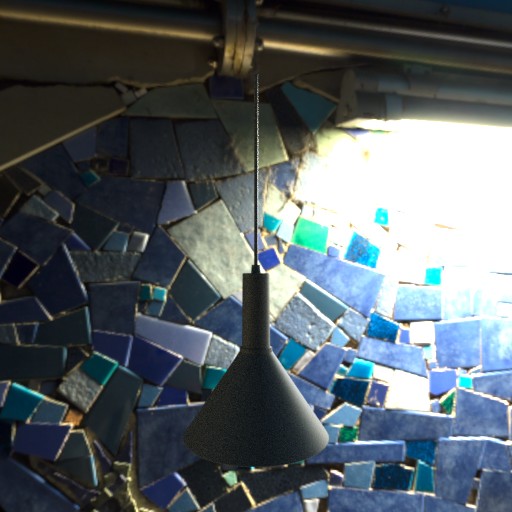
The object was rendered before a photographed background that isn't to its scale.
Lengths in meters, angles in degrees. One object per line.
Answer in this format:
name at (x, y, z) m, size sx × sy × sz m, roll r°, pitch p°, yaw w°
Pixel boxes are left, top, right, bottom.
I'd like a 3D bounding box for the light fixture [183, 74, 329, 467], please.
light fixture at (0.000, 0.000, 0.829) m, size 0.267 × 0.683 × 0.267 m, roll 0°, pitch -1°, yaw 1°
